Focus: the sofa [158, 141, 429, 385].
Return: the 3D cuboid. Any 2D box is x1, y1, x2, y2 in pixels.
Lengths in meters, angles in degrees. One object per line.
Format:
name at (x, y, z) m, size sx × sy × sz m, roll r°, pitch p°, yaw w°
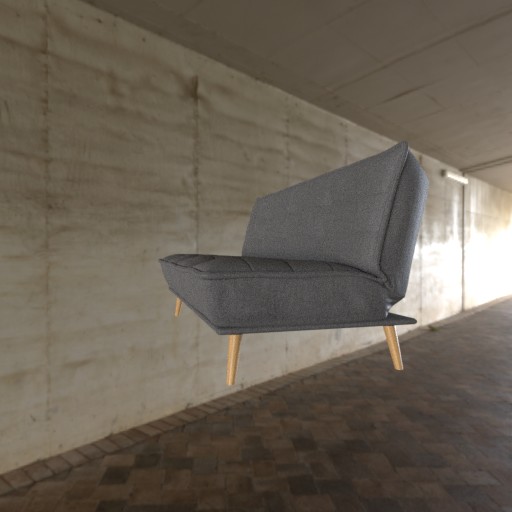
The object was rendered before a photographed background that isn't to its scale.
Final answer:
sofa at (0.000, 0.000, 2.490) m, size 0.950 × 0.890 × 1.940 m, roll 0°, pitch 1°, yaw -17°
